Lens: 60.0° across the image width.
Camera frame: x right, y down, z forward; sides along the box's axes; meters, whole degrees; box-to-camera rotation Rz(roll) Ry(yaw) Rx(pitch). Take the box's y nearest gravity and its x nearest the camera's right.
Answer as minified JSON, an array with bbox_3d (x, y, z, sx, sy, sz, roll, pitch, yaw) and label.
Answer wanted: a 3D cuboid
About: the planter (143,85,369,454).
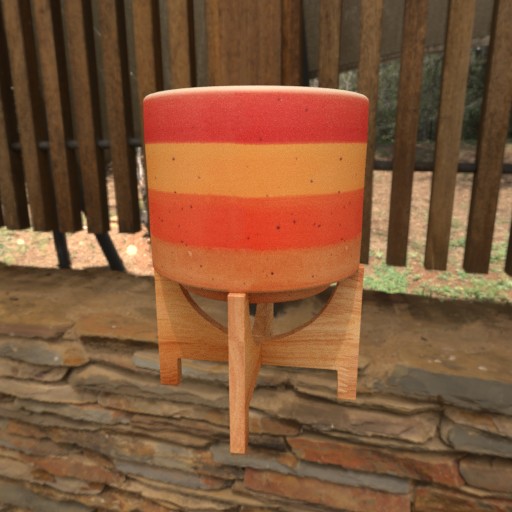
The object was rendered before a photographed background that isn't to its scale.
[{"bbox_3d":[0.000,0.000,0.565,0.269,0.379,0.269,0,14,0],"label":"planter"}]
